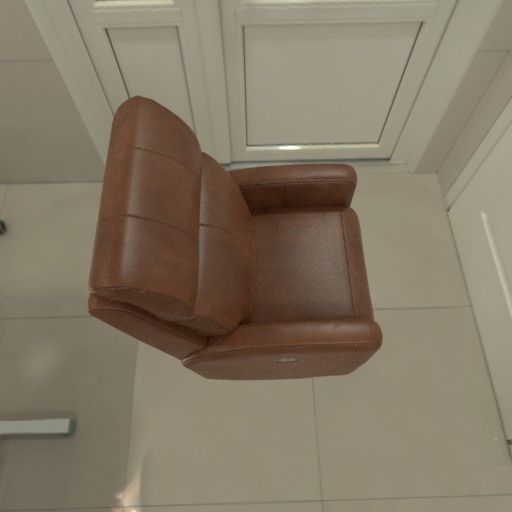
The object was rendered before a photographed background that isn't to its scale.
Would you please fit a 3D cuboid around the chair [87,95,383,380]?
[{"bbox_3d":[0.000,0.000,1.710,0.939,1.016,0.787,-2,64,-1],"label":"chair"}]
